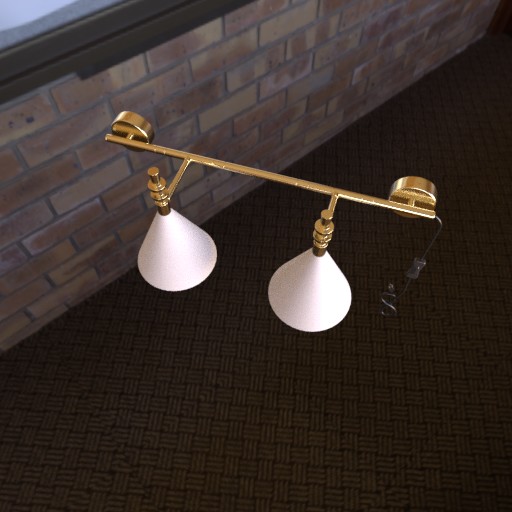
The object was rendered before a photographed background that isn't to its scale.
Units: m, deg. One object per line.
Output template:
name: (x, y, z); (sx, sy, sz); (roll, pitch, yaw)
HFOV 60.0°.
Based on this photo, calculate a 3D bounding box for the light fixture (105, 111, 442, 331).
light fixture: (0.000, 0.000, 0.876); (0.642, 0.468, 0.239); (15, 59, 9)
